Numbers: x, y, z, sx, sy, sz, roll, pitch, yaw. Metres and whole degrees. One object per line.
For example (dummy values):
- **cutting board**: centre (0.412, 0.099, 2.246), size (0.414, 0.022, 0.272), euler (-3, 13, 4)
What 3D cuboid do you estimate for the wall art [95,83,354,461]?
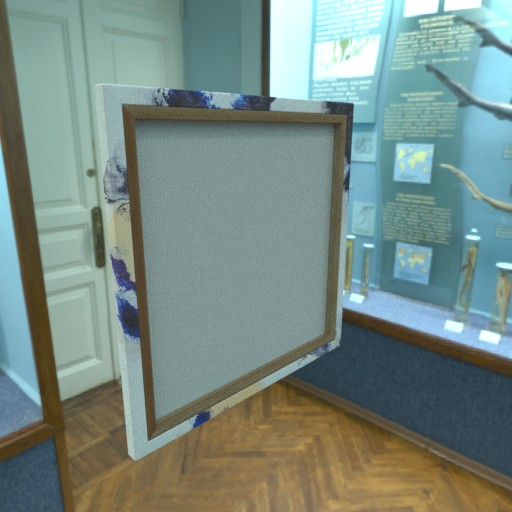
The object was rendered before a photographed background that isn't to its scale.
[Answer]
- **wall art**: centre (0.000, 0.000, 1.301), size (0.038, 0.885, 0.887), euler (15, 22, 43)
